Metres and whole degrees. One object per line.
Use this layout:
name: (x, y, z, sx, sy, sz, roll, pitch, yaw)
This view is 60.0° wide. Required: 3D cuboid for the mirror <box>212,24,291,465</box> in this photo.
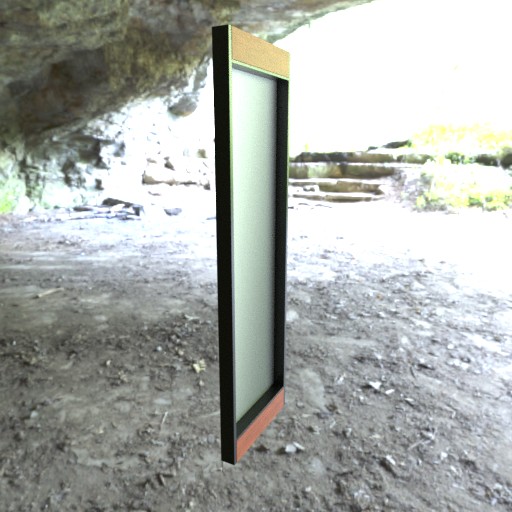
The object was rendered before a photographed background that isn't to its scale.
mirror: (0.000, 0.000, 1.258, 0.047, 1.123, 0.343, 7, 16, 27)
